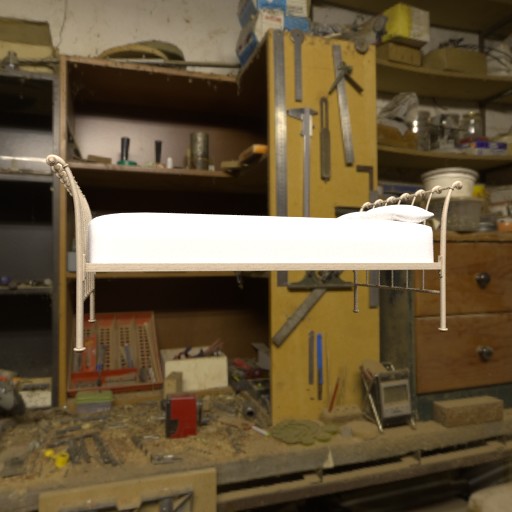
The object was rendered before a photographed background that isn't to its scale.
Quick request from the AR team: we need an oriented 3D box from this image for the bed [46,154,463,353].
[{"bbox_3d":[0.000,0.000,2.732,2.228,0.873,1.032,0,-1,-17],"label":"bed"}]
